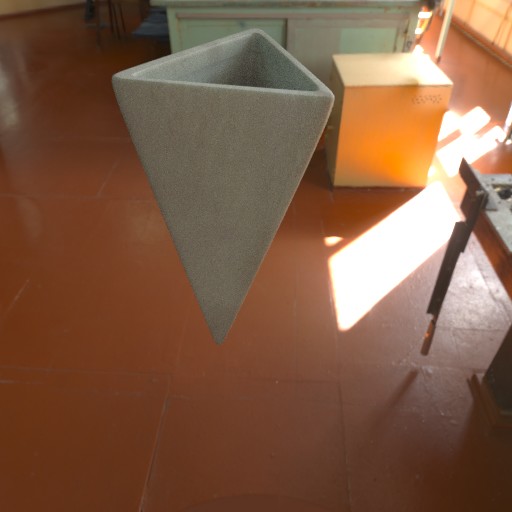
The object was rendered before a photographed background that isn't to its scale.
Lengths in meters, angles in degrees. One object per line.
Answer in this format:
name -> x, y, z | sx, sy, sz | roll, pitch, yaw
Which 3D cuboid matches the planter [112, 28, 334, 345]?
planter -> 0.000, 0.000, 0.269 | 0.081, 0.224, 0.101 | 26, 46, 28
